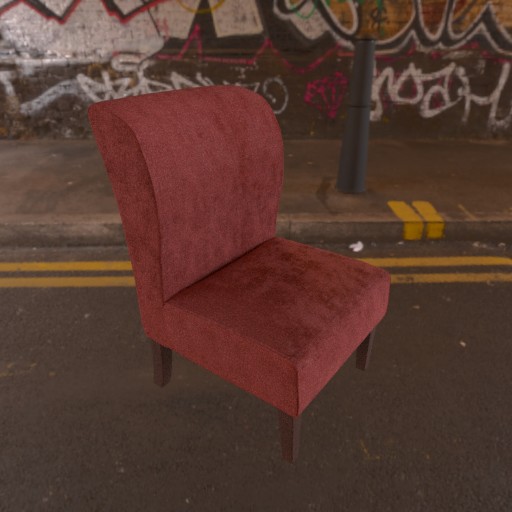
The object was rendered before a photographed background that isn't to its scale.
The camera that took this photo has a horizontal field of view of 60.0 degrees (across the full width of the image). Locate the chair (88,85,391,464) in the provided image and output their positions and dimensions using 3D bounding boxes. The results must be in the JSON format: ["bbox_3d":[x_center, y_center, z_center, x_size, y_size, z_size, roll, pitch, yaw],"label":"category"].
[{"bbox_3d":[0.000,0.000,1.257,0.640,0.846,0.538,19,33,33],"label":"chair"}]
